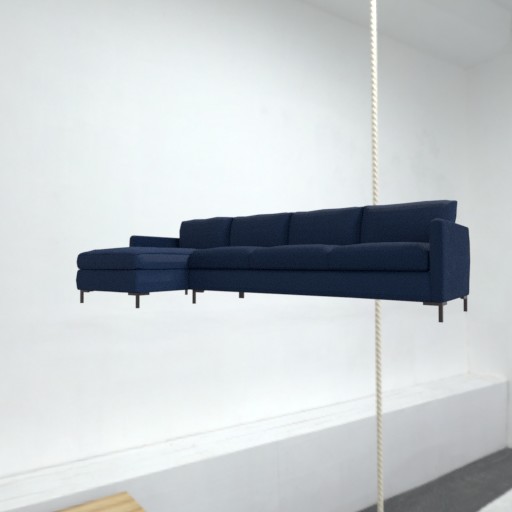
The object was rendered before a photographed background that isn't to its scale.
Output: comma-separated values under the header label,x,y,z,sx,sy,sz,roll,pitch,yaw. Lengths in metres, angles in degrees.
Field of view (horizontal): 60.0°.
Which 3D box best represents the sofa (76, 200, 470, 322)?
label,x,y,z,sx,sy,sz,roll,pitch,yaw
sofa,0.000,0.000,2.947,2.450,0.679,1.128,-1,-1,36
